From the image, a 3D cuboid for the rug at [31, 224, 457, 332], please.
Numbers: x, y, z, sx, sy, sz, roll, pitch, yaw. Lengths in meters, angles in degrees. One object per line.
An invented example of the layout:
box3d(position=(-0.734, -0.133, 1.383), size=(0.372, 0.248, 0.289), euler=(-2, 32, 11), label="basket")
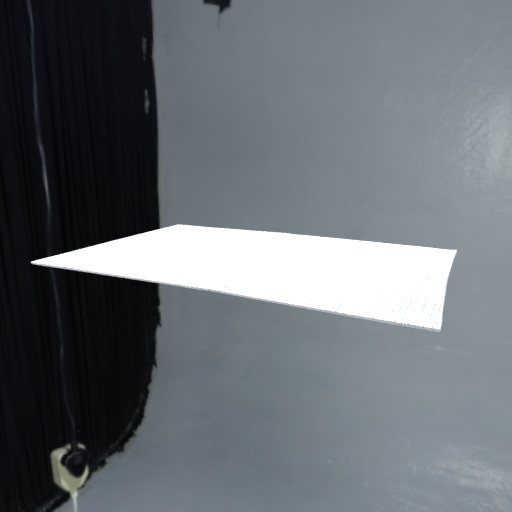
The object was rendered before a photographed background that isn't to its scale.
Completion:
box3d(position=(0.000, 0.000, 2.173), size=(1.773, 0.021, 1.149), euler=(7, 15, 26), label="rug")
